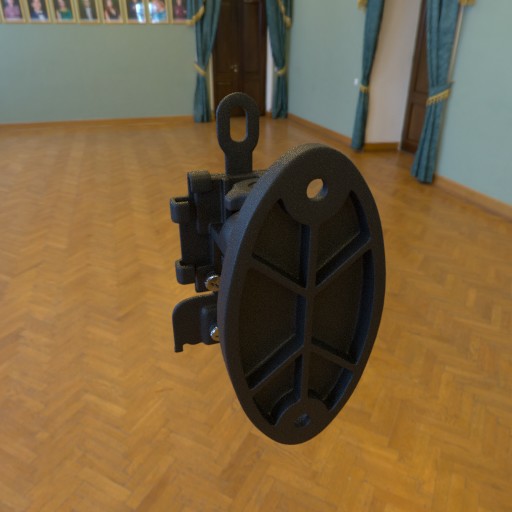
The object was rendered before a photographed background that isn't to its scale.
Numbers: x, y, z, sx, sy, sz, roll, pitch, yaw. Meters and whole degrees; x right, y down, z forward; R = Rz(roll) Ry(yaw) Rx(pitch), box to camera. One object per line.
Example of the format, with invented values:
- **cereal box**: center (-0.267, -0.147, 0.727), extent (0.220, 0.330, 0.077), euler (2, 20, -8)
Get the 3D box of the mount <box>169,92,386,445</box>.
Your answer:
- **mount**: center (0.000, 0.000, 0.176), extent (0.066, 0.118, 0.100), euler (-9, 28, -17)
